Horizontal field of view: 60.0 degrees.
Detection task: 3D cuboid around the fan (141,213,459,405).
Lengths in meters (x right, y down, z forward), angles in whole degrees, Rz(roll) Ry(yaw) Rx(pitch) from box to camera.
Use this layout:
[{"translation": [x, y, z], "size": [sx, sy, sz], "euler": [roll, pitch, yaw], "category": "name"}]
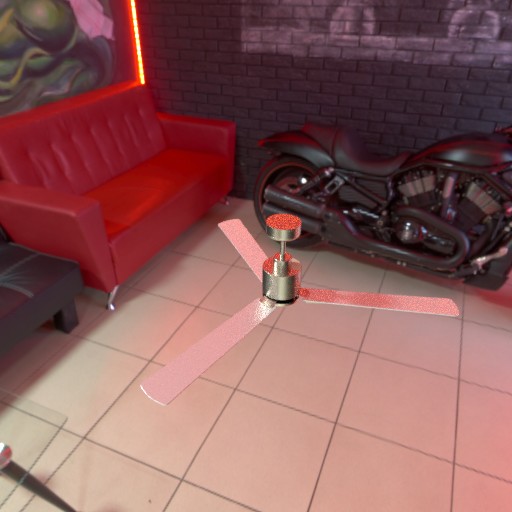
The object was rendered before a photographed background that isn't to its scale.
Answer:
[{"translation": [0.000, 0.000, 2.293], "size": [1.561, 0.446, 1.531], "euler": [-20, 37, -29], "category": "fan"}]
